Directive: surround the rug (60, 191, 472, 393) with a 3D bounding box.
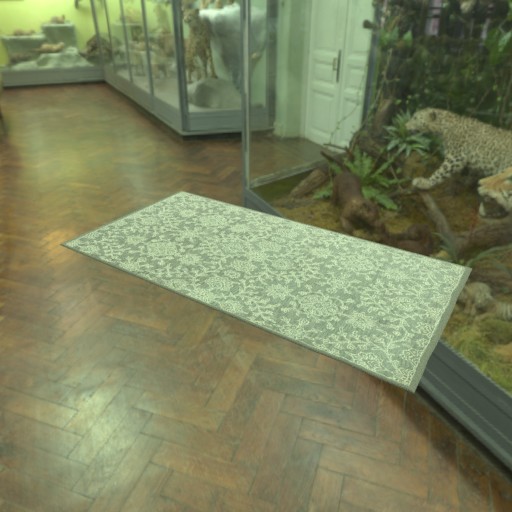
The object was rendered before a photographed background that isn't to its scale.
[{"bbox_3d":[0.000,0.000,3.654,3.048,0.011,1.546,18,34,29],"label":"rug"}]
